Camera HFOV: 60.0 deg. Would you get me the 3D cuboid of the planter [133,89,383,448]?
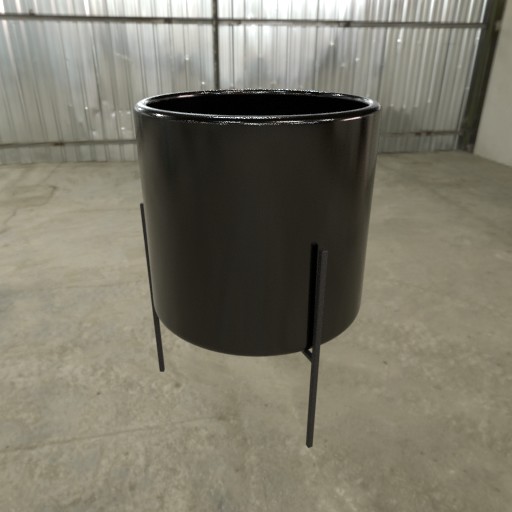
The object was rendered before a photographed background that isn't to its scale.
[{"bbox_3d":[0.000,0.000,0.643,0.310,0.432,0.310,8,27,17],"label":"planter"}]
